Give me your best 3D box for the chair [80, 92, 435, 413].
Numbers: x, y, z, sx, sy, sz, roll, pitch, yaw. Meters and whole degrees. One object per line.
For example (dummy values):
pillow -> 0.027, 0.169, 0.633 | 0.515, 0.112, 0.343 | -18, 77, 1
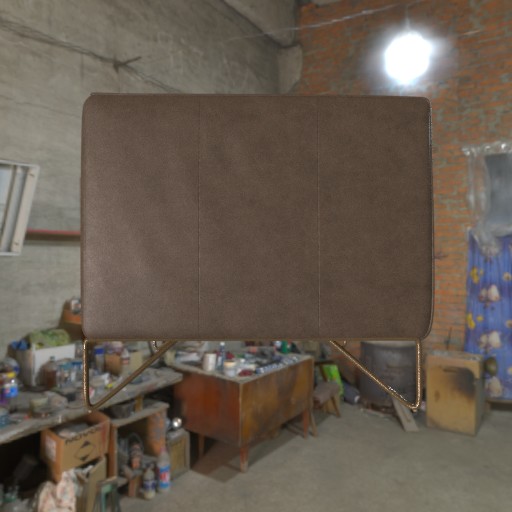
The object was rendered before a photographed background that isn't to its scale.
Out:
chair -> 0.000, 0.000, 1.509 | 0.894, 0.790, 0.880 | 0, -2, -1
